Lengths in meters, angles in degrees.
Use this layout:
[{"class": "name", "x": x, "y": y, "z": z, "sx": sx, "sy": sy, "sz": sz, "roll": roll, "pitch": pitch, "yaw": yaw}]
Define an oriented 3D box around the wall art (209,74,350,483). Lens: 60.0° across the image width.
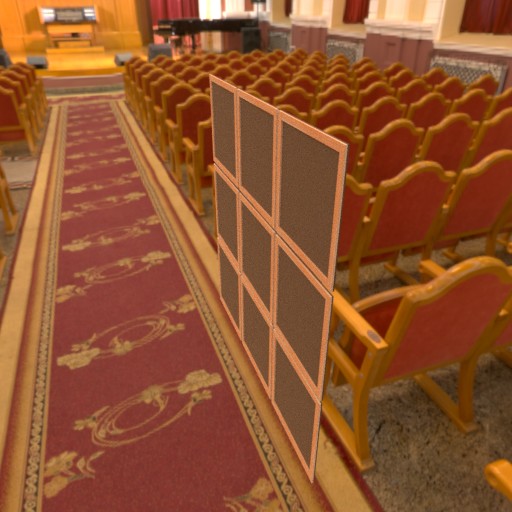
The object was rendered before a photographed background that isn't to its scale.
[{"class": "wall art", "x": 0.000, "y": 0.000, "z": 2.231, "sx": 0.013, "sy": 1.525, "sz": 1.520, "roll": -10, "pitch": 31, "yaw": -17}]
